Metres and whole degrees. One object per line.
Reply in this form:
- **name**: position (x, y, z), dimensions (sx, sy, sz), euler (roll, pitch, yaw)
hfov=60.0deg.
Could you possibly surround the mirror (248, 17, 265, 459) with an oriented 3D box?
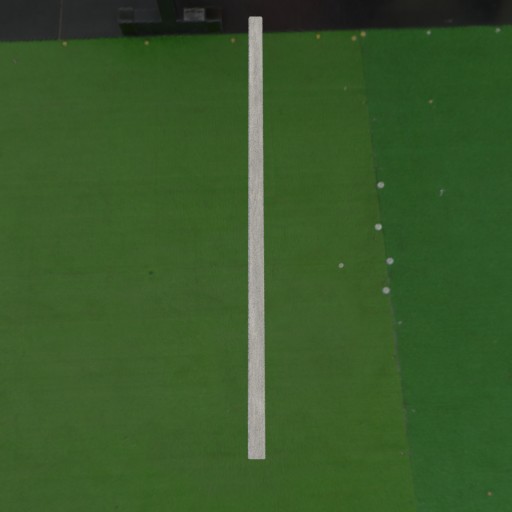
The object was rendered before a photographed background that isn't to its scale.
- **mirror**: position (0.000, 0.000, 1.138), dimensions (0.028, 0.689, 0.839), euler (0, 76, 0)
